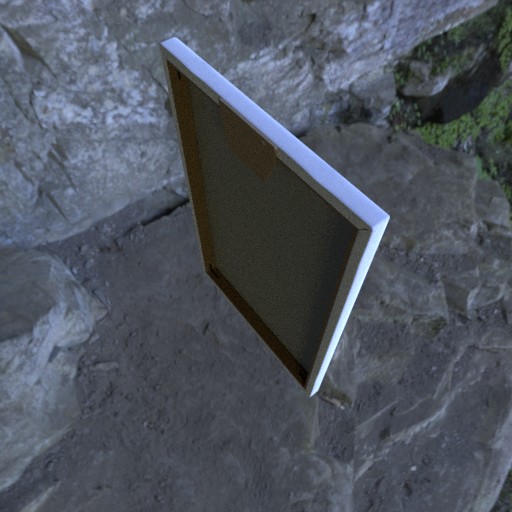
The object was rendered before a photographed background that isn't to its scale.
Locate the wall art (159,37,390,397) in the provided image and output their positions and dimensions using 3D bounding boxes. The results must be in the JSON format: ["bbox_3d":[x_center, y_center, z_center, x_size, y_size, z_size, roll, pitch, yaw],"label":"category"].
[{"bbox_3d":[0.000,0.000,1.171,0.048,0.916,0.602,-34,63,-19],"label":"wall art"}]
